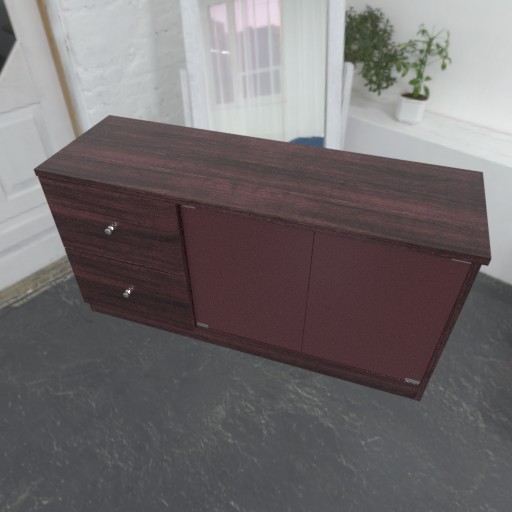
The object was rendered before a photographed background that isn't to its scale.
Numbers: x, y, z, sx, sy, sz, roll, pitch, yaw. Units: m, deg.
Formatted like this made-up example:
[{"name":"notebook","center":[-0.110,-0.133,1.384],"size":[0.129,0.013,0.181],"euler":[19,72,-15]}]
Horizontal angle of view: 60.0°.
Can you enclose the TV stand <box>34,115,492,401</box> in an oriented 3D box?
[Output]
[{"name":"TV stand","center":[0.000,0.000,1.428],"size":[1.192,0.614,0.404],"euler":[12,43,14]}]
